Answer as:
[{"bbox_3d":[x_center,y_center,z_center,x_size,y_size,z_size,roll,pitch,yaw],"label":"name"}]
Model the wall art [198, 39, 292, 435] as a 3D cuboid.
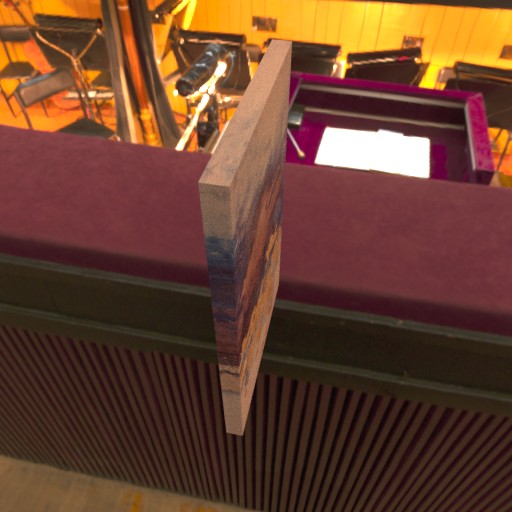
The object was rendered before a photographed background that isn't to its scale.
[{"bbox_3d":[0.000,0.000,1.158,0.048,0.874,0.583,9,46,9],"label":"wall art"}]
